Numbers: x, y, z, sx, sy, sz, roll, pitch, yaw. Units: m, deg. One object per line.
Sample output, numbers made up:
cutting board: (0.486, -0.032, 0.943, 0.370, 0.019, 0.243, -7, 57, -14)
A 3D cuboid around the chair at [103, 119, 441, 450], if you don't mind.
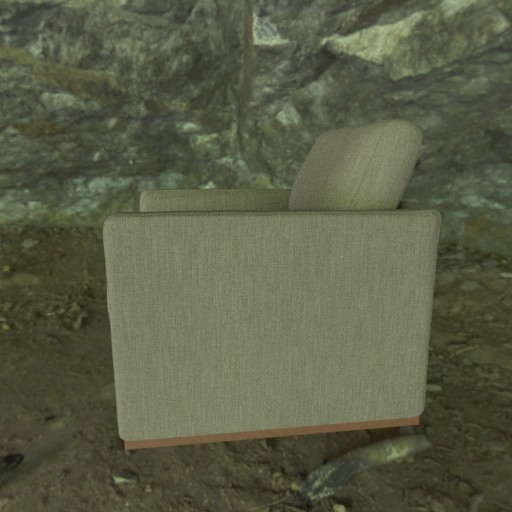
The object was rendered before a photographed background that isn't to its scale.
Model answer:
chair: (0.000, 0.000, 1.422, 0.834, 0.811, 0.763, -2, 13, -8)
